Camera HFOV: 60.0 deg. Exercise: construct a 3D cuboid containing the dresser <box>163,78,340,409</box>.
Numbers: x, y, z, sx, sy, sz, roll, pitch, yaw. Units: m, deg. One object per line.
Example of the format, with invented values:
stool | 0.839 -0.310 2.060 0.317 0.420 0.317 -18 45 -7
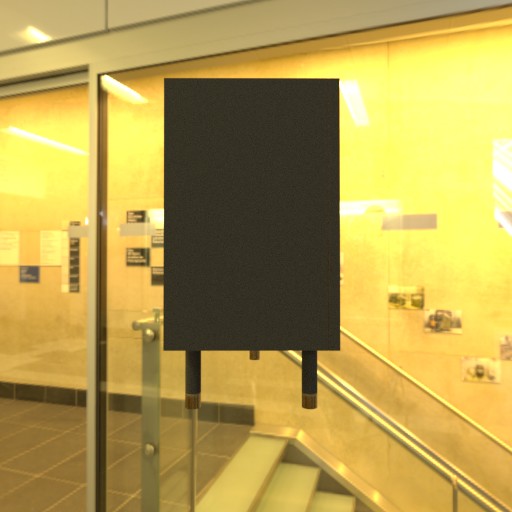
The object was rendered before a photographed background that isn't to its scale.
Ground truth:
dresser | 0.000 0.000 1.881 0.463 0.872 1.558 0 -1 0
